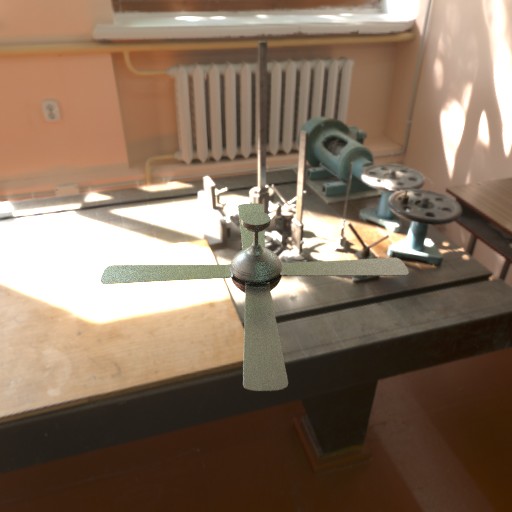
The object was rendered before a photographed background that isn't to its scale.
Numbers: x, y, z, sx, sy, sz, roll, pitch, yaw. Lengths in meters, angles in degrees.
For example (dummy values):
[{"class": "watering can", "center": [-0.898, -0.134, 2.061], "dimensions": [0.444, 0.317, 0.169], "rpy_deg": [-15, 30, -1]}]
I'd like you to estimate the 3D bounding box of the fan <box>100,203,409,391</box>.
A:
[{"class": "fan", "center": [0.000, 0.000, 1.975], "dimensions": [1.321, 0.381, 1.321], "rpy_deg": [10, 34, 15]}]
